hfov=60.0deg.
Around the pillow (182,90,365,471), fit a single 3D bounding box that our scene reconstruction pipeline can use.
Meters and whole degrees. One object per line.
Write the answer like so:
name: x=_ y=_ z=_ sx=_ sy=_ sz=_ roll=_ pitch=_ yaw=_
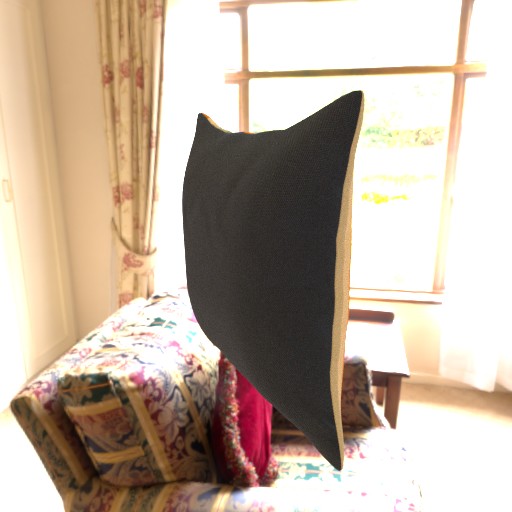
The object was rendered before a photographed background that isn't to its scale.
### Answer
pillow: x=0.000 y=0.000 z=0.698 sx=0.173 sy=0.454 sz=0.463 roll=-7 pitch=16 yaw=-27
